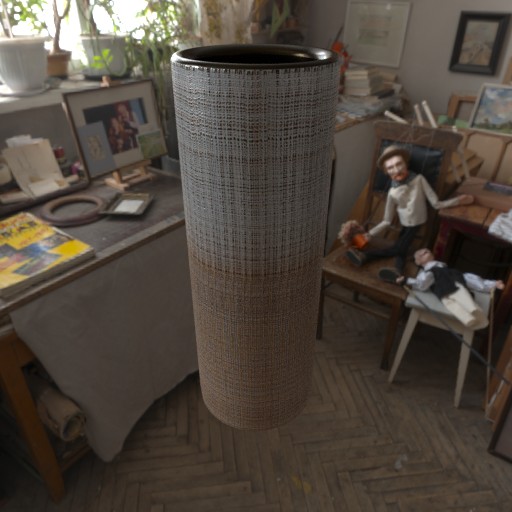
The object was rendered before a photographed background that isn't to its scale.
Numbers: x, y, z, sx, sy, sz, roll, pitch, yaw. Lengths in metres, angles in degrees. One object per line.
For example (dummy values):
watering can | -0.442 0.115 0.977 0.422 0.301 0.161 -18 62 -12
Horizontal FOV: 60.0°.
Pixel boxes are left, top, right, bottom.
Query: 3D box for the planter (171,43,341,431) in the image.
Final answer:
planter | 0.000 0.000 0.330 0.099 0.278 0.099 -1 31 -1
